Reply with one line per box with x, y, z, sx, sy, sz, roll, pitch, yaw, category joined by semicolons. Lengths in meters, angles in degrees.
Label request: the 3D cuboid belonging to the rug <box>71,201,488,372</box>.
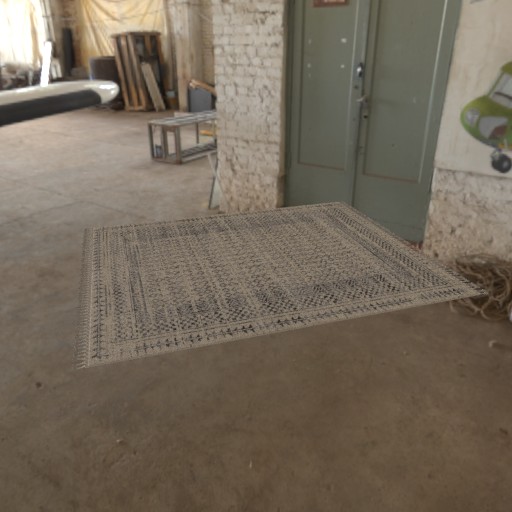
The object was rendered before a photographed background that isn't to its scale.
0.000;0.000;3.891;2.940;0.013;2.312;-8;26;-16;rug
